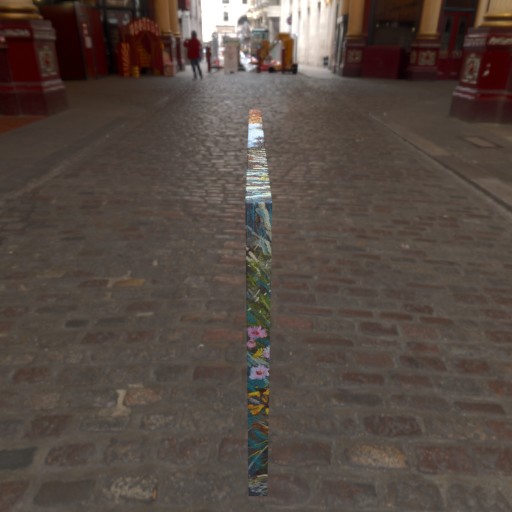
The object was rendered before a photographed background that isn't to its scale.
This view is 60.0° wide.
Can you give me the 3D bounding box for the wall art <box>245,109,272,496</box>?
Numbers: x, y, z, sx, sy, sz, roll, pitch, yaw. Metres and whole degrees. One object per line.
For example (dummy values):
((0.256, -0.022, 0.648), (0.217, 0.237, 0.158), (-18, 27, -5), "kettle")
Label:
((0.000, 0.000, 1.145), (0.037, 0.604, 0.908), (0, 26, 0), "wall art")
